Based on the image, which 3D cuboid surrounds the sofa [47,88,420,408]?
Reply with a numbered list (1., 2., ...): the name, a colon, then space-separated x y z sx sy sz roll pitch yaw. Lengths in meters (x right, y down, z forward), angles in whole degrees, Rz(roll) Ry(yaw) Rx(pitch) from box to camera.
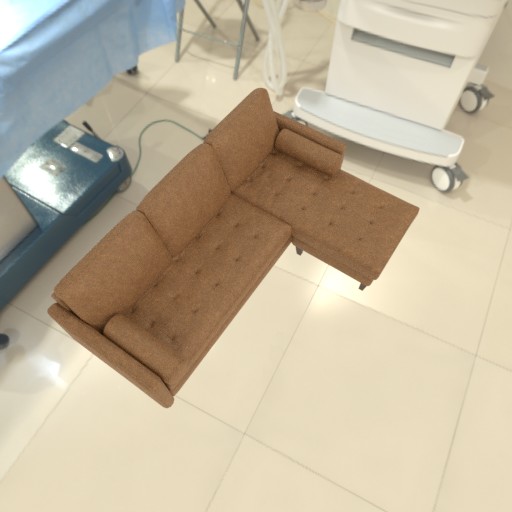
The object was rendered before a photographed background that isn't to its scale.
1. sofa: 0.000 0.000 2.969 1.506 0.876 2.178 30 64 17
